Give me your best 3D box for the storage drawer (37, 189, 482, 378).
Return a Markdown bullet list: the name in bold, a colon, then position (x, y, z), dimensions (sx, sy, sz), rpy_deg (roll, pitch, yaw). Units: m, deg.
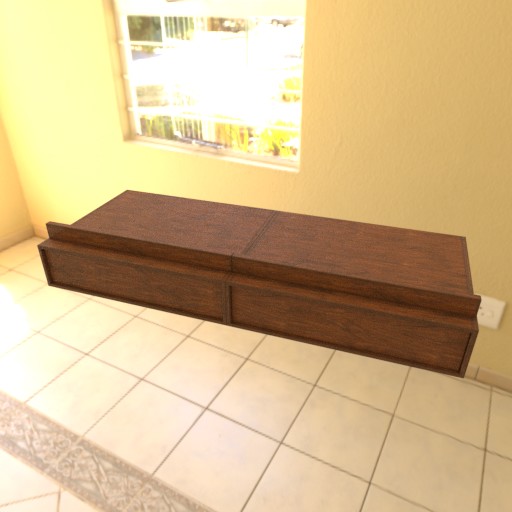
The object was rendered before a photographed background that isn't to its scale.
- **storage drawer**: position (0.000, 0.000, 2.180), dimensions (1.914, 0.339, 0.774), rpy_deg (10, 31, 16)
